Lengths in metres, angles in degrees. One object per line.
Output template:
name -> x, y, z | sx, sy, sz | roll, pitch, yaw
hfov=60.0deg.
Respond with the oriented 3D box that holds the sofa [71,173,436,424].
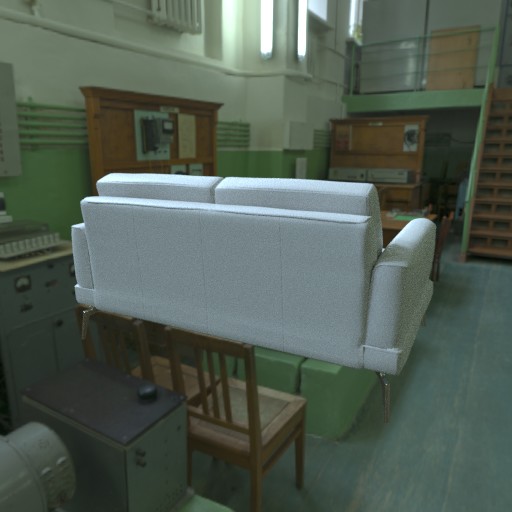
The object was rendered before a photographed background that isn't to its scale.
sofa -> 0.000, 0.000, 2.499 | 1.819, 0.930, 1.121 | 7, 16, 27
